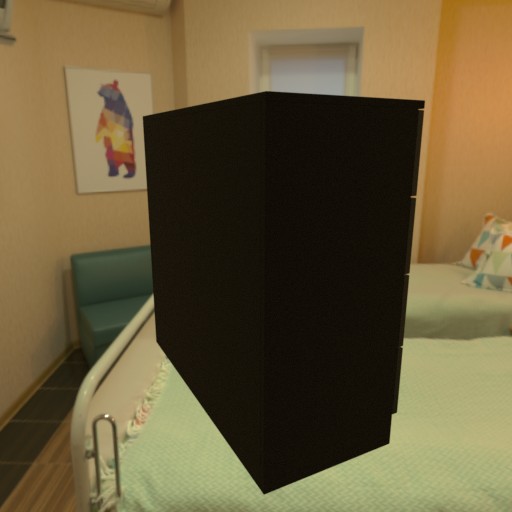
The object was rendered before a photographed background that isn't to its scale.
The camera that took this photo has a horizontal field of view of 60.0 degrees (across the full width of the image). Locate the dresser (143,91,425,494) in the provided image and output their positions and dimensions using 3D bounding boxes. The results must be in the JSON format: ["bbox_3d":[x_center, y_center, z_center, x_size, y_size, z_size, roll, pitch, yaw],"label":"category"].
[{"bbox_3d":[0.000,0.000,1.151,0.360,0.720,0.750,-7,16,-27],"label":"dresser"}]
